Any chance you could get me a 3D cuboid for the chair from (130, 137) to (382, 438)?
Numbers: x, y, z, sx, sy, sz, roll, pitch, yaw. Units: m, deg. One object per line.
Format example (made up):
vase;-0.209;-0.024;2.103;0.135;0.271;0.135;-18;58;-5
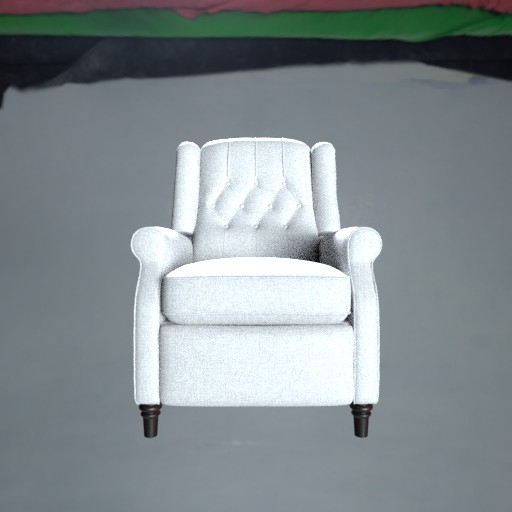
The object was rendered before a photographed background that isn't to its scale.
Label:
chair;0.000;0.000;1.625;0.742;1.035;0.902;0;1;0
